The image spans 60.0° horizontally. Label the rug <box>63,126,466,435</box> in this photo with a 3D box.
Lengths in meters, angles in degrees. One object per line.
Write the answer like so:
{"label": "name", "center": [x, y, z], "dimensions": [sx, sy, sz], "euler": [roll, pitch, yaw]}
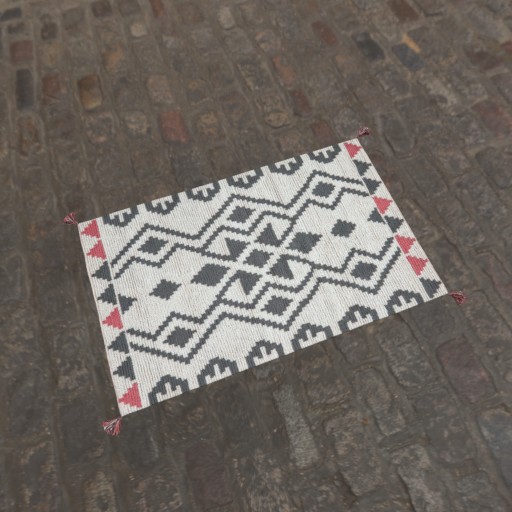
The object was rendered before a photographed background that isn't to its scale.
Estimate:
{"label": "rug", "center": [0.000, 0.000, 3.340], "dimensions": [2.672, 0.066, 1.741], "euler": [-19, 66, -8]}
